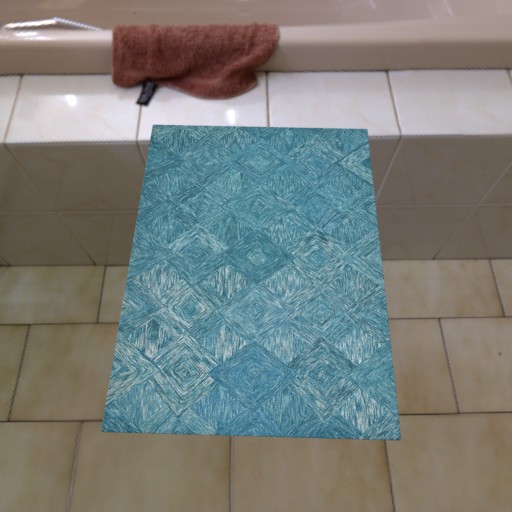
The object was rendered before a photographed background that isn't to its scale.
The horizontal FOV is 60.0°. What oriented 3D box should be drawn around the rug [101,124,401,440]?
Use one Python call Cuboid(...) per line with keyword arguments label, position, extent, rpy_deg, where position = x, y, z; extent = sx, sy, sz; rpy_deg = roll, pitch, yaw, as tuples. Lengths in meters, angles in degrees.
Cuboid(label="rug", position=(0.000, 0.000, 4.257), extent=(2.405, 0.027, 3.217), rpy_deg=(1, 64, 1))
